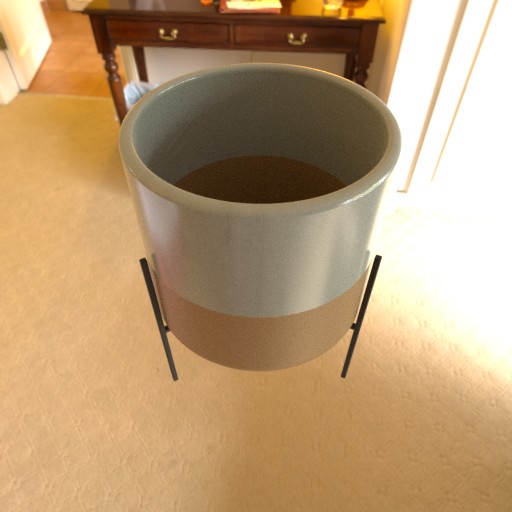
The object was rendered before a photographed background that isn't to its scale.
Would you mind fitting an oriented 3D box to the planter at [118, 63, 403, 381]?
[{"bbox_3d":[0.000,0.000,0.717,0.360,0.480,0.348,-24,51,-21],"label":"planter"}]
